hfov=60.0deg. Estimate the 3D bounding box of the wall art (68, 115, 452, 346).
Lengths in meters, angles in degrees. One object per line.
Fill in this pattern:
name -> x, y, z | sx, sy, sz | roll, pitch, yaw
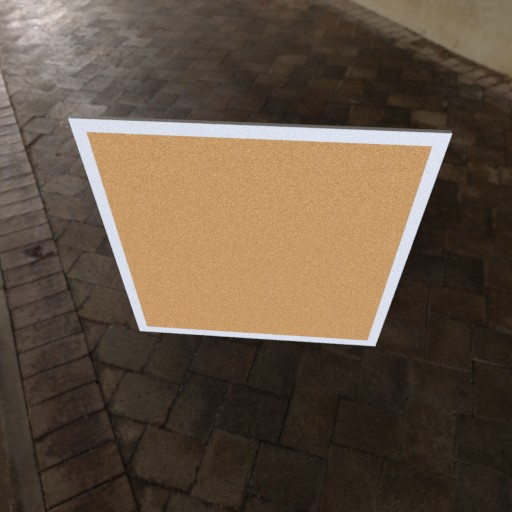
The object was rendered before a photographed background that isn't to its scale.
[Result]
wall art -> 0.000, 0.000, 1.234 | 0.812, 0.813, 0.013 | 3, 47, 3
